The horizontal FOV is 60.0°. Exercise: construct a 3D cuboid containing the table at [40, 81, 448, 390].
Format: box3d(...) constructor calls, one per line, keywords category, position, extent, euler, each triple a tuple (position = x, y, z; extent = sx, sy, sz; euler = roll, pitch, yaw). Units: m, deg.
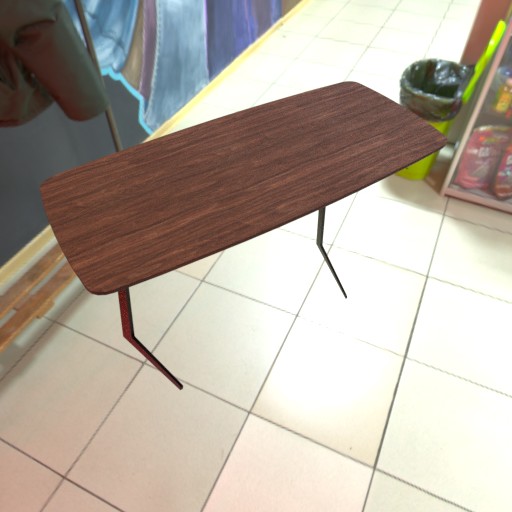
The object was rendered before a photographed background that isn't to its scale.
box3d(category="table", position=(0.000, 0.000, 1.105), extent=(0.804, 0.576, 0.361), euler=(-25, 52, -21))
